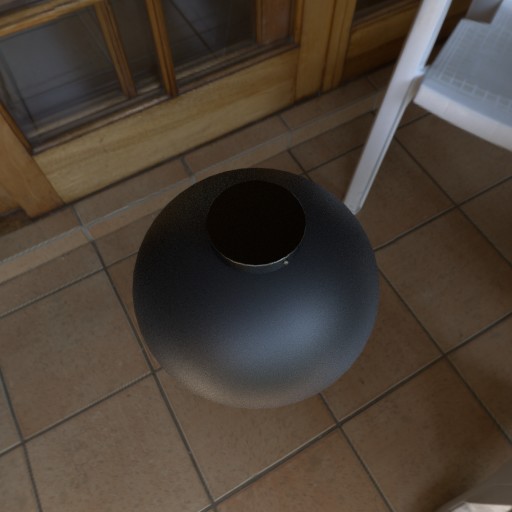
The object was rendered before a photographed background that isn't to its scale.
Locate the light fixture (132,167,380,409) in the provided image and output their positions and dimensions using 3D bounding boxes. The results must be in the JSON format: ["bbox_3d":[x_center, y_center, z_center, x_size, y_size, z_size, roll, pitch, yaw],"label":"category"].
[{"bbox_3d":[0.000,0.000,0.574,0.355,0.177,0.355,0,63,0],"label":"light fixture"}]
